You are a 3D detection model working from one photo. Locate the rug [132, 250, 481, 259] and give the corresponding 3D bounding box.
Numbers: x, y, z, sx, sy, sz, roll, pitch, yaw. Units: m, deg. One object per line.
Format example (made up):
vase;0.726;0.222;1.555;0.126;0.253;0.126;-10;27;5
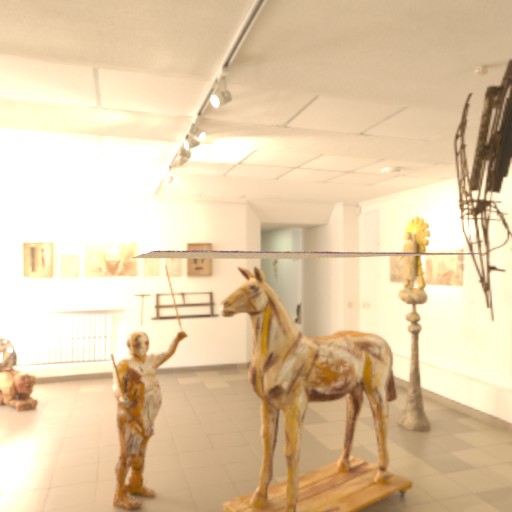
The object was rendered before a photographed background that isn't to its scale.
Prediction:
rug;0.000;0.000;2.979;1.539;0.013;2.350;0;-1;-18
